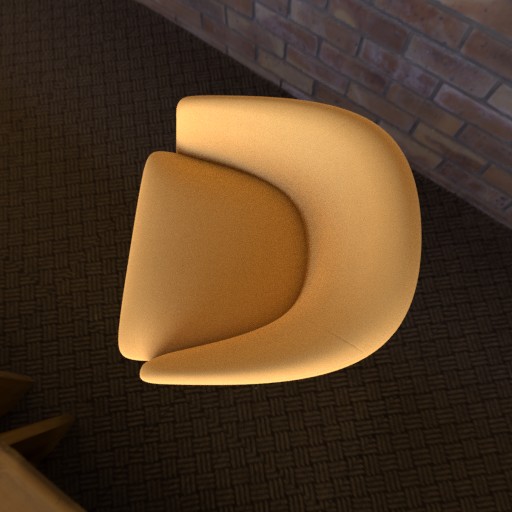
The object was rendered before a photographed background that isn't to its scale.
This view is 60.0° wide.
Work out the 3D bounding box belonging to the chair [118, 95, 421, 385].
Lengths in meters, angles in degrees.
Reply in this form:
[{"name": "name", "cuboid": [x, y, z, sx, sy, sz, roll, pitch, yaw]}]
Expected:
[{"name": "chair", "cuboid": [0.000, 0.000, 1.337, 0.767, 0.698, 0.773, 4, 73, 1]}]
